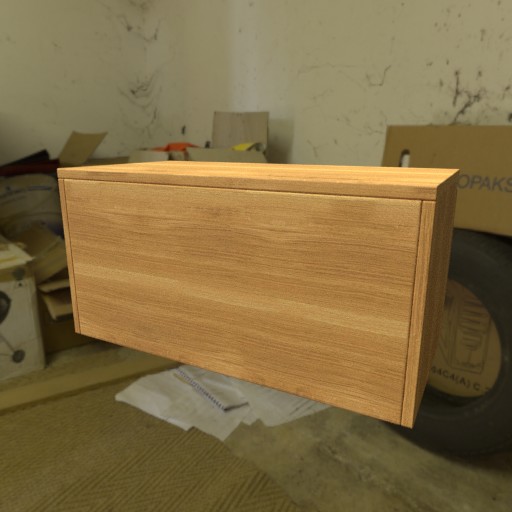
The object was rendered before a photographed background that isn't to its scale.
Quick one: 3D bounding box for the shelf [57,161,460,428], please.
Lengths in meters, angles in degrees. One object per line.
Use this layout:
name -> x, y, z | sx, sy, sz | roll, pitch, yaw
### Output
shelf -> 0.000, 0.000, 1.034 | 0.800, 0.400, 0.400 | 8, 17, 27
